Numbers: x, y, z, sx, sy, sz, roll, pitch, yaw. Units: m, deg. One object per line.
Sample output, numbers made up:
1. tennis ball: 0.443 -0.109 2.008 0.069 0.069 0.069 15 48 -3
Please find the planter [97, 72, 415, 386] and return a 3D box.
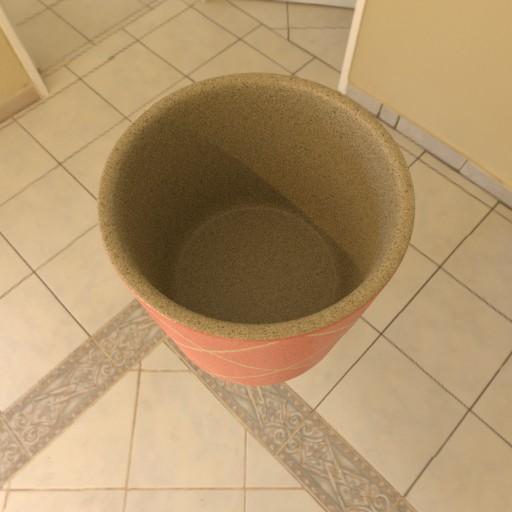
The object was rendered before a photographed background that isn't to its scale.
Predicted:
1. planter: 0.000 0.000 0.423 0.227 0.235 0.227 0 64 0
